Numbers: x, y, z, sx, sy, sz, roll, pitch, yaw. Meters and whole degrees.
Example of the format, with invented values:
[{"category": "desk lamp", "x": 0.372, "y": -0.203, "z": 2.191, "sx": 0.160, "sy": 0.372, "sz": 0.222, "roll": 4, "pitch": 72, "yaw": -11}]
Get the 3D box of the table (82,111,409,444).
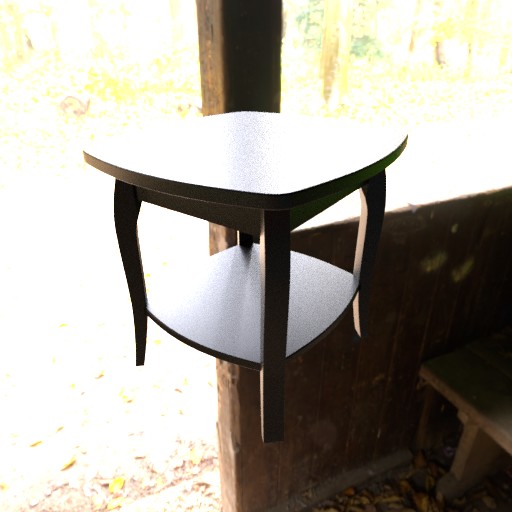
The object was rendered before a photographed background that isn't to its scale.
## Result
[{"category": "table", "x": 0.000, "y": 0.000, "z": 0.876, "sx": 0.457, "sy": 0.457, "sz": 0.508, "roll": 18, "pitch": 33, "yaw": 31}]
